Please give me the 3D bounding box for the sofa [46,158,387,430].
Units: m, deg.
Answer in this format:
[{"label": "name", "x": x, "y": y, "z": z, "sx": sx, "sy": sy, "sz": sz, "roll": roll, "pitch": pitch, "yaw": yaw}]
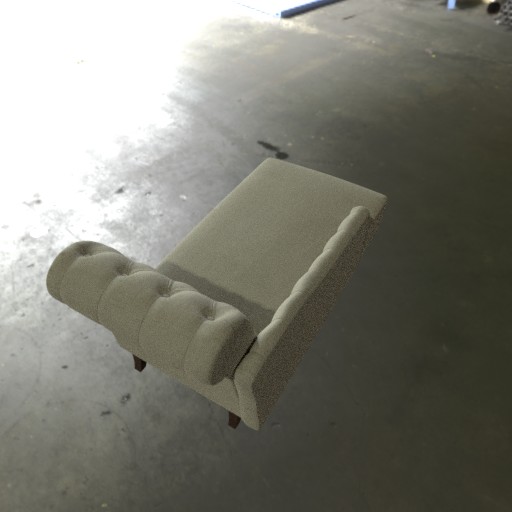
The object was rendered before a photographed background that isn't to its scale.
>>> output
[{"label": "sofa", "x": 0.000, "y": 0.000, "z": 1.816, "sx": 0.675, "sy": 0.787, "sz": 1.379, "roll": 23, "pitch": 50, "yaw": 21}]
